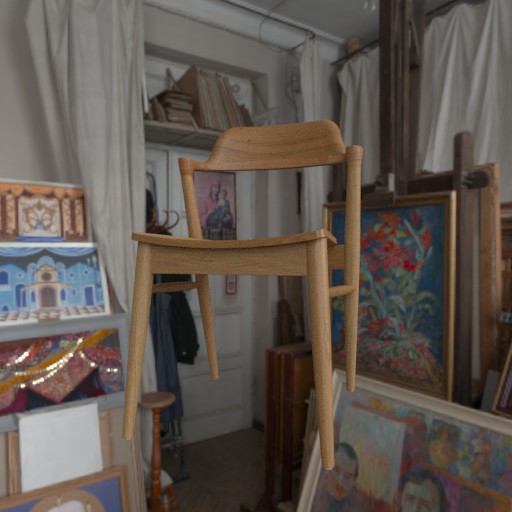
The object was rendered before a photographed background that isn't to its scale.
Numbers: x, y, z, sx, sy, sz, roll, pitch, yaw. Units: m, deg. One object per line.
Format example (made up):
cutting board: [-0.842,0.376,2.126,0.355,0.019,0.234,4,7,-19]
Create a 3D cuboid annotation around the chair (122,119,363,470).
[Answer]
chair: [0.000,0.000,1.124,0.512,0.792,0.499,0,1,18]
